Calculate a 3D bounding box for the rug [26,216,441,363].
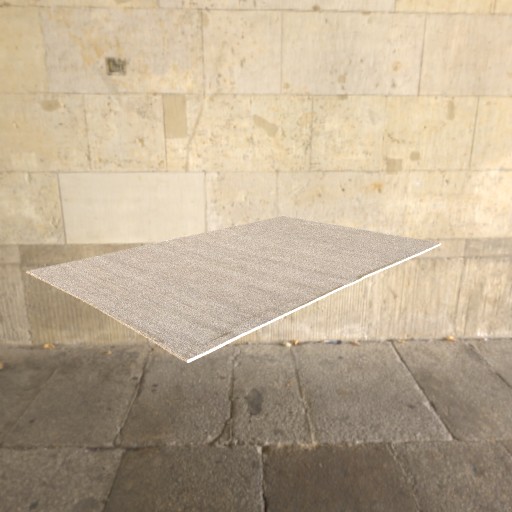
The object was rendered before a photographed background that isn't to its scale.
[{"bbox_3d":[0.000,0.000,2.270,1.179,0.022,1.820,15,22,42],"label":"rug"}]
